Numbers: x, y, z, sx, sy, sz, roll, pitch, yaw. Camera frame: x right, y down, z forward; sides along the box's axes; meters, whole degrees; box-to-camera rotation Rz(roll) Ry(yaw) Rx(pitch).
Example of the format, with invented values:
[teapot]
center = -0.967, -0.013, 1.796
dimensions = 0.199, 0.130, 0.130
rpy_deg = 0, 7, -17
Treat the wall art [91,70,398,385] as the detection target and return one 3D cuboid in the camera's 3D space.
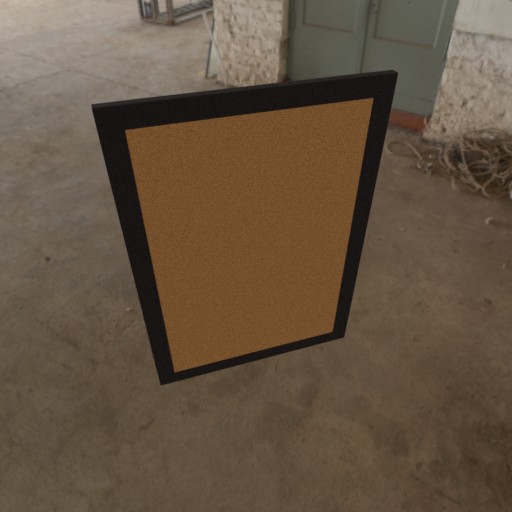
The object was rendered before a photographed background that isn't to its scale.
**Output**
[wall art]
center = 0.000, 0.000, 0.705
dimensions = 0.380, 0.534, 0.013
rpy_deg = -12, 42, -13
